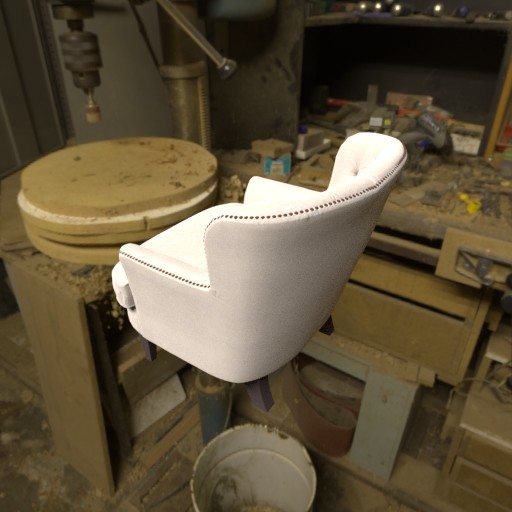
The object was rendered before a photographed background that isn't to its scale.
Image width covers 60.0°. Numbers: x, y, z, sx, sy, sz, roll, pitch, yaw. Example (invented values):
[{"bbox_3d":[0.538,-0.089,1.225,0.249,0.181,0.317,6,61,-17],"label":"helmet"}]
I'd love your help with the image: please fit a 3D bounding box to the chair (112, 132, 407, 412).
[{"bbox_3d":[0.000,0.000,1.638,0.906,0.868,0.848,20,36,29],"label":"chair"}]
